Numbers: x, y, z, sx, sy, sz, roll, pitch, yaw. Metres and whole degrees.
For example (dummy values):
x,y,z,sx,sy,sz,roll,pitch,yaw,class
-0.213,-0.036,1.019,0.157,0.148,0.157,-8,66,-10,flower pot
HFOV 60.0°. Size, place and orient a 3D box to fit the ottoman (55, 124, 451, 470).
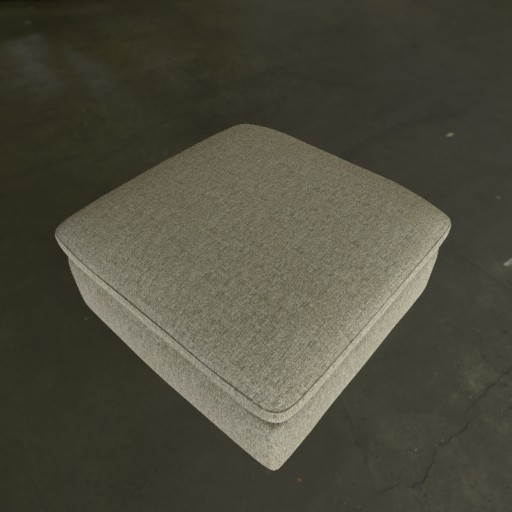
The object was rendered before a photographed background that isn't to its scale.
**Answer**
x,y,z,sx,sy,sz,roll,pitch,yaw,class
0.000,0.000,1.657,1.039,0.526,1.035,32,54,28,ottoman
